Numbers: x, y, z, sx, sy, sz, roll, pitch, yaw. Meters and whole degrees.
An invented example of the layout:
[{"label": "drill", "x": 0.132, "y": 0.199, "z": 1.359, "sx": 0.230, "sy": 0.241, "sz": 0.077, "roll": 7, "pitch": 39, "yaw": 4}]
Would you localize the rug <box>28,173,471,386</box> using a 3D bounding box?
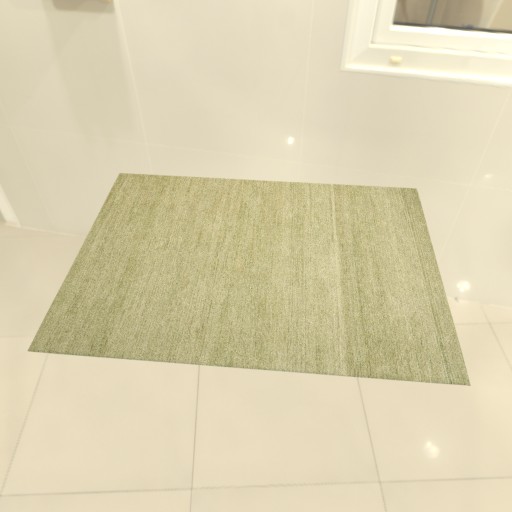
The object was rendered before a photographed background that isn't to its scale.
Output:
[{"label": "rug", "x": 0.000, "y": 0.000, "z": 2.814, "sx": 2.270, "sy": 0.017, "sz": 1.606, "roll": 4, "pitch": 46, "yaw": 3}]
